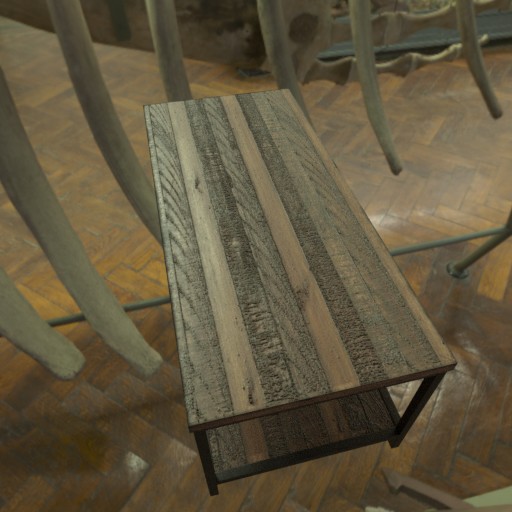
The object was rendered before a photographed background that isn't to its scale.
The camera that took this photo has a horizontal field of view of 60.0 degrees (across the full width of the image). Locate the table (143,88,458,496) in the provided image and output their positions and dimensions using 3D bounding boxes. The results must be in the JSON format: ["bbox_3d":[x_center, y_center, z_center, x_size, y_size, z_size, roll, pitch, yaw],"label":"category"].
[{"bbox_3d":[0.000,0.000,1.175,0.452,0.399,0.990,-10,48,-9],"label":"table"}]
